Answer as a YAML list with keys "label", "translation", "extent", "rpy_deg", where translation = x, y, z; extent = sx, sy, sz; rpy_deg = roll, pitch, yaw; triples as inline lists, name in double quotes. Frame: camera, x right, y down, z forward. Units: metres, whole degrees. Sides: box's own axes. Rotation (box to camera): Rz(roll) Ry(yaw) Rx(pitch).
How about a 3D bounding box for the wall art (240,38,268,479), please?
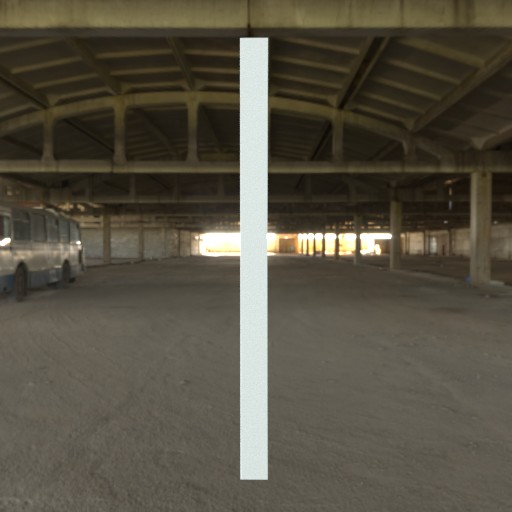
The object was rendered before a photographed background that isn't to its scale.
- label: "wall art"
  translation: [0.000, 0.000, 0.916]
  extent: [0.038, 0.610, 0.610]
  rpy_deg: [0, 1, 0]
